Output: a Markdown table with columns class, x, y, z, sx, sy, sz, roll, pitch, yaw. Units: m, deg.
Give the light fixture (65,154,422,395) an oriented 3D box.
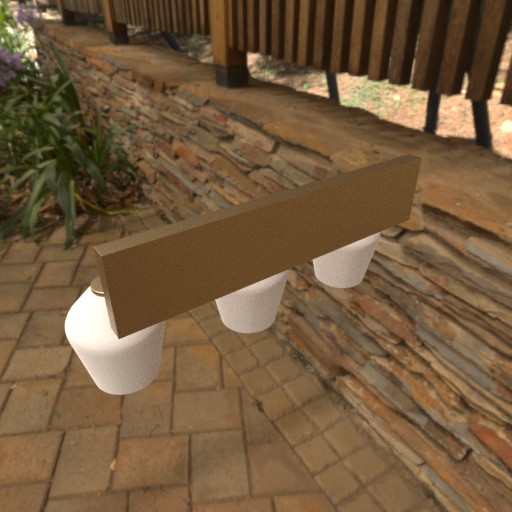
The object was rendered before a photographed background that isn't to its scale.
| class | x | y | z | sx | sy | sz | roll | pitch | yaw |
| --- | --- | --- | --- | --- | --- | --- | --- | --- | --- |
| light fixture | 0.000 | 0.000 | 0.730 | 0.609 | 0.280 | 0.190 | -21 | 37 | -30 |
